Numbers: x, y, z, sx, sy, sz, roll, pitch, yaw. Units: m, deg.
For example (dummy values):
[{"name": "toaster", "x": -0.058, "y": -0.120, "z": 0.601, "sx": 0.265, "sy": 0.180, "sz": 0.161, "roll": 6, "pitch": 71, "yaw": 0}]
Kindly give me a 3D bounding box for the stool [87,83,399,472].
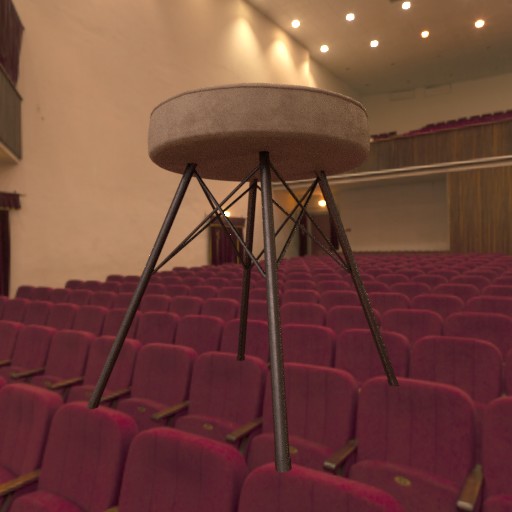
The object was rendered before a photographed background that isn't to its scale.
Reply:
[{"name": "stool", "x": 0.000, "y": 0.000, "z": 0.850, "sx": 0.423, "sy": 0.538, "sz": 0.457, "roll": 0, "pitch": 0, "yaw": 35}]
